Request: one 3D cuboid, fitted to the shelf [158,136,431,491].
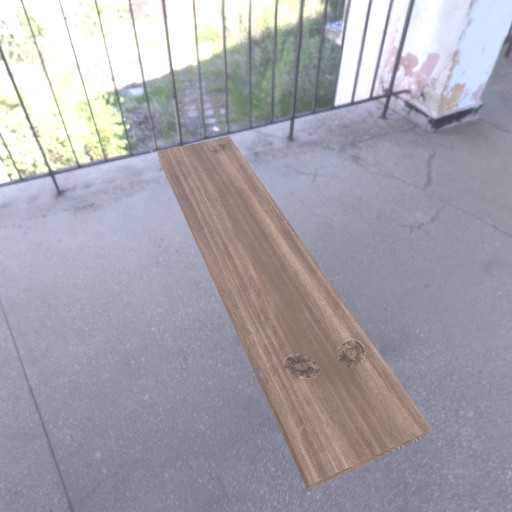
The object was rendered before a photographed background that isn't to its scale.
[{"bbox_3d":[0.000,0.000,0.638,0.140,0.020,0.610,-16,48,-15],"label":"shelf"}]
